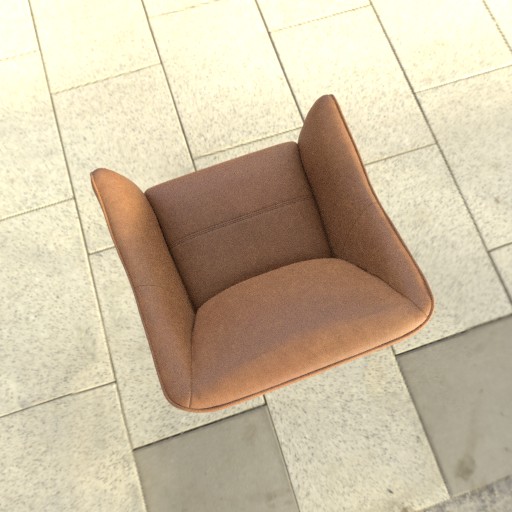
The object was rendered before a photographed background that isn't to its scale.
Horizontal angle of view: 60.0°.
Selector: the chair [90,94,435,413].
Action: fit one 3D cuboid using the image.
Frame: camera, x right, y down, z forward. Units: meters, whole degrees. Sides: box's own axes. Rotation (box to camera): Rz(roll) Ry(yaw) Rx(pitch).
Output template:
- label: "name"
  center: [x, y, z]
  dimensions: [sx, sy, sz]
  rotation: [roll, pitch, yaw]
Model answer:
- label: "chair"
  center: [0.000, 0.000, 1.556]
  dimensions: [0.871, 0.830, 0.852]
  rotation: [-20, 76, -5]
